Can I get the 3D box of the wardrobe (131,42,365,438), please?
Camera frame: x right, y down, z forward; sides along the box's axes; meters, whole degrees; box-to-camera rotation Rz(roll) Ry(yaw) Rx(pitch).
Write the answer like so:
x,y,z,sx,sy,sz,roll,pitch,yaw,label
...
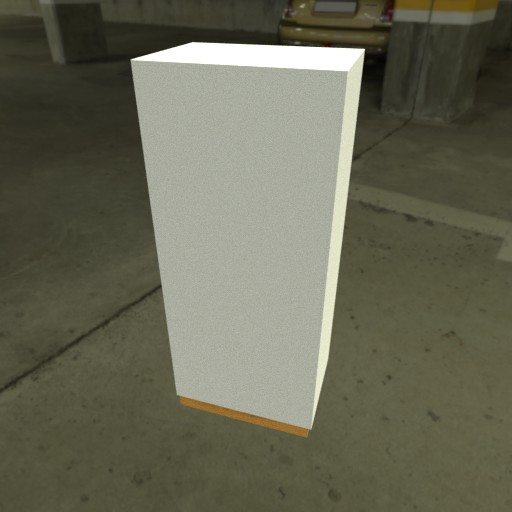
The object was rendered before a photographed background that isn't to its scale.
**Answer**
x,y,z,sx,sy,sz,roll,pitch,yaw,label
0.000,0.000,2.440,0.860,2.040,0.600,9,33,15,wardrobe
